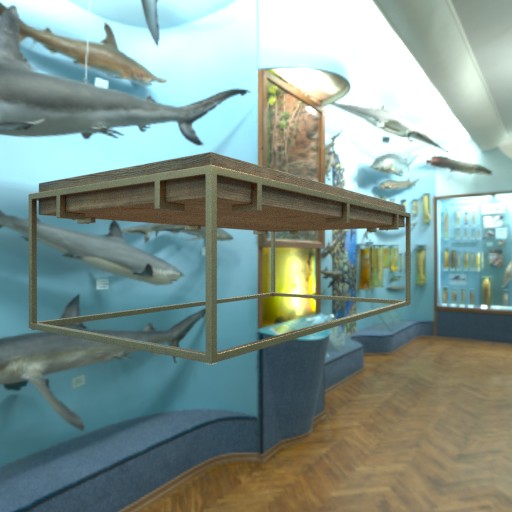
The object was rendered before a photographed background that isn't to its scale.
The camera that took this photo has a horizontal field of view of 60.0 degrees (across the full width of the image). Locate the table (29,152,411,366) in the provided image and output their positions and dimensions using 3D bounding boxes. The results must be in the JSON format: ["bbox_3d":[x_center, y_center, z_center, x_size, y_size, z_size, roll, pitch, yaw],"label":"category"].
[{"bbox_3d":[0.000,0.000,1.737,0.775,0.468,1.387,0,0,36],"label":"table"}]
